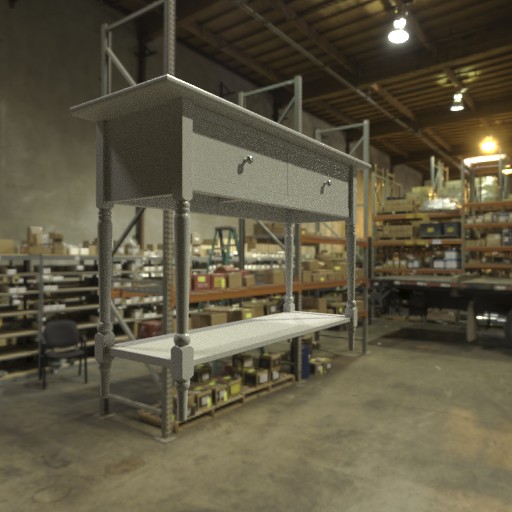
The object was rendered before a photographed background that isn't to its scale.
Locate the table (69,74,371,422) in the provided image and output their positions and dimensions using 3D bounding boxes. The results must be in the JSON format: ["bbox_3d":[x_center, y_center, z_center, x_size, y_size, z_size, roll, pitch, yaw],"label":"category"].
[{"bbox_3d":[0.000,0.000,1.571,0.384,0.808,1.197,0,0,36],"label":"table"}]
